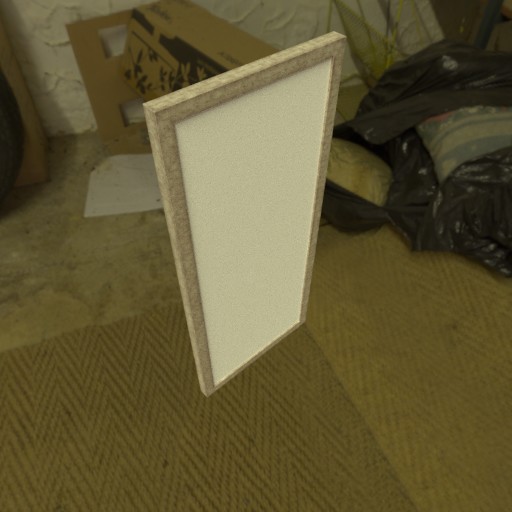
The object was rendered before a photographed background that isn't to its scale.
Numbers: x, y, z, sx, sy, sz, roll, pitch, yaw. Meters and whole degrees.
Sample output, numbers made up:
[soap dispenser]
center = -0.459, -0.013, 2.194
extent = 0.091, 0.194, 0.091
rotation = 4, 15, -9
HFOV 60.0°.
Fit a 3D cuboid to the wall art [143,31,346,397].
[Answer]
[wall art]
center = 0.000, 0.000, 1.689
extent = 0.648, 1.461, 0.051
rotation = -32, 55, -26
